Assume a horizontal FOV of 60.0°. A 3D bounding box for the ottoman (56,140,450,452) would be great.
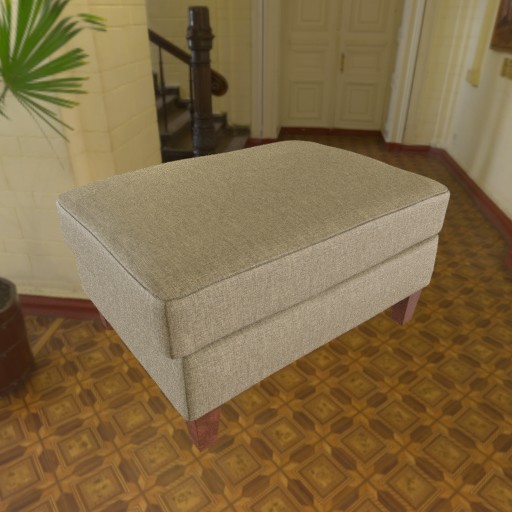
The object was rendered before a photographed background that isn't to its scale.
[{"bbox_3d":[0.000,0.000,1.244,0.873,0.494,0.639,-21,36,-32],"label":"ottoman"}]
